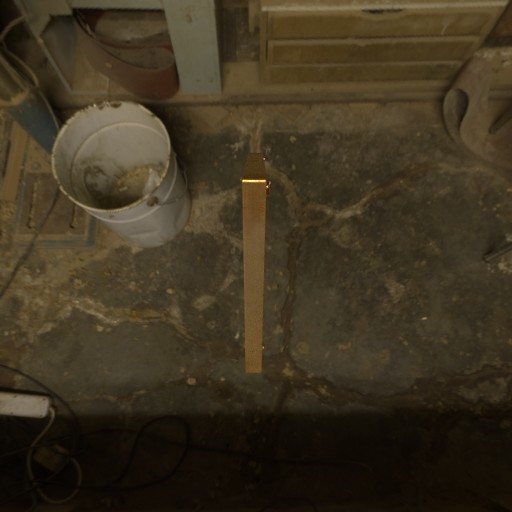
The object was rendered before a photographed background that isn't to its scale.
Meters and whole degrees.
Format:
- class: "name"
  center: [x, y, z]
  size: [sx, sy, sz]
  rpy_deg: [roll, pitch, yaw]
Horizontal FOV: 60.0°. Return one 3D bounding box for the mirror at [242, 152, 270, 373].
- class: "mirror"
  center: [0.000, 0.000, 0.821]
  size: [0.032, 0.679, 0.419]
  rpy_deg: [1, 76, 0]
